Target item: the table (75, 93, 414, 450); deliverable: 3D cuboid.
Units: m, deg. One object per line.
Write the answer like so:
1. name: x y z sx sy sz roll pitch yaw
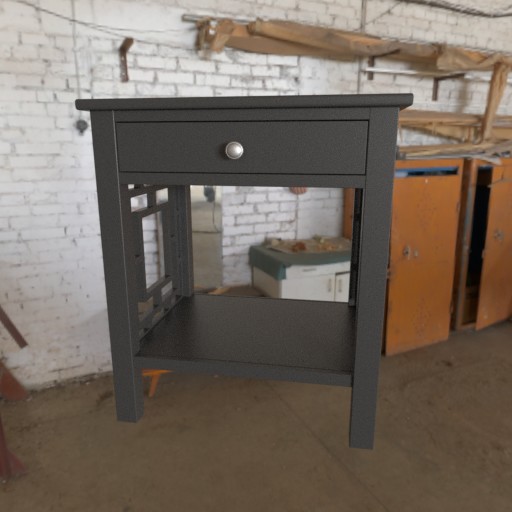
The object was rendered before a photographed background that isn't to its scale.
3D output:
1. table: 0.000 0.000 1.006 0.564 0.646 0.451 3 15 10
